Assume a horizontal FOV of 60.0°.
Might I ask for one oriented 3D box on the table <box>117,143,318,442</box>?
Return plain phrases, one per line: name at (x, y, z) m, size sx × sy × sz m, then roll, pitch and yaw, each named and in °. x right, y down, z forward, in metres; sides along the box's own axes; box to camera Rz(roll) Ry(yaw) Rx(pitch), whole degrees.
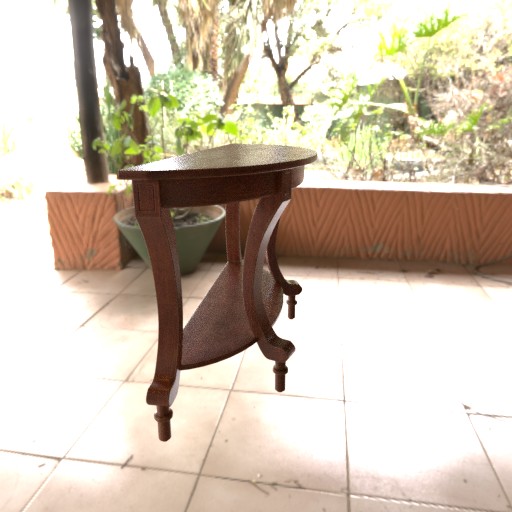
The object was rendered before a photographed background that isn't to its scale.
table at (0.000, 0.000, 1.530) m, size 0.394 × 0.699 × 1.198 m, roll 2°, pitch 17°, yaw 8°
